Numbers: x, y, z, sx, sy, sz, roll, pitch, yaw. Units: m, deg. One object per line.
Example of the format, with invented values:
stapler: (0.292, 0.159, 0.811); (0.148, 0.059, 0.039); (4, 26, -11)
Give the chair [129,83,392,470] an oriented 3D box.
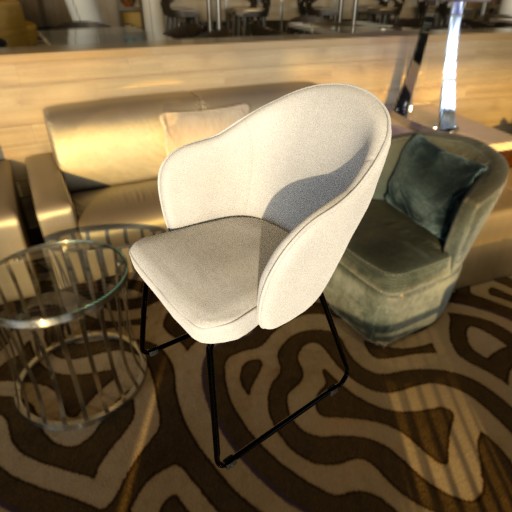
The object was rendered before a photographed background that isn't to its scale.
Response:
chair: (0.000, 0.000, 1.193); (0.592, 0.817, 0.570); (-20, 37, -30)
